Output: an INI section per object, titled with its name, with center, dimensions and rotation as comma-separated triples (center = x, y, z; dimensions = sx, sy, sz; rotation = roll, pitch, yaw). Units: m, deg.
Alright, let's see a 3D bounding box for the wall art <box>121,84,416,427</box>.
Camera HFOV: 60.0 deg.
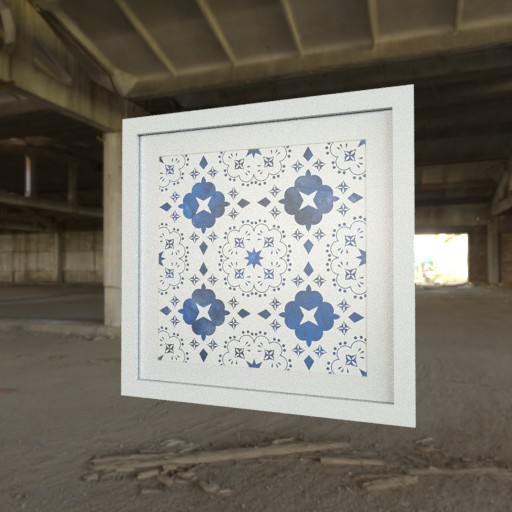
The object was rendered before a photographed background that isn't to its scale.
[wall art]
center = 0.000, 0.000, 0.527
dimensions = 0.355, 0.355, 0.027
rotation = 0, -1, 18
